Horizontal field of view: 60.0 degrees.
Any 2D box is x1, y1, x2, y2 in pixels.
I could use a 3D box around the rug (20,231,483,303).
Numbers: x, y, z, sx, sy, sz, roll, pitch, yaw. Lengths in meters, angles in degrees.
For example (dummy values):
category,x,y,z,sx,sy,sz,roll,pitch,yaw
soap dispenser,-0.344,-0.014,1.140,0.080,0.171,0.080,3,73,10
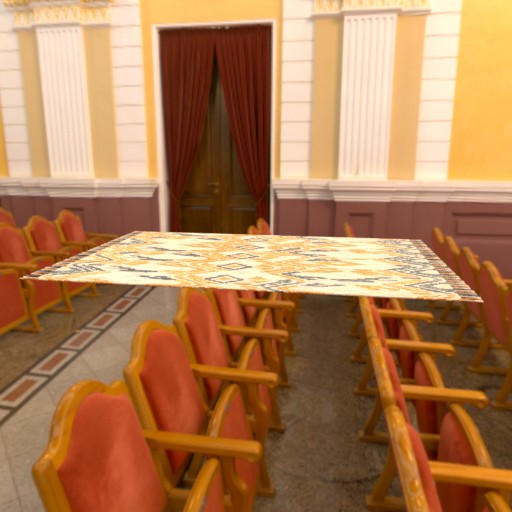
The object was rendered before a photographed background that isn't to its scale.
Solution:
category,x,y,z,sx,sy,sz,roll,pitch,yaw
rug,0.000,0.000,3.005,2.428,0.010,1.533,2,13,9
